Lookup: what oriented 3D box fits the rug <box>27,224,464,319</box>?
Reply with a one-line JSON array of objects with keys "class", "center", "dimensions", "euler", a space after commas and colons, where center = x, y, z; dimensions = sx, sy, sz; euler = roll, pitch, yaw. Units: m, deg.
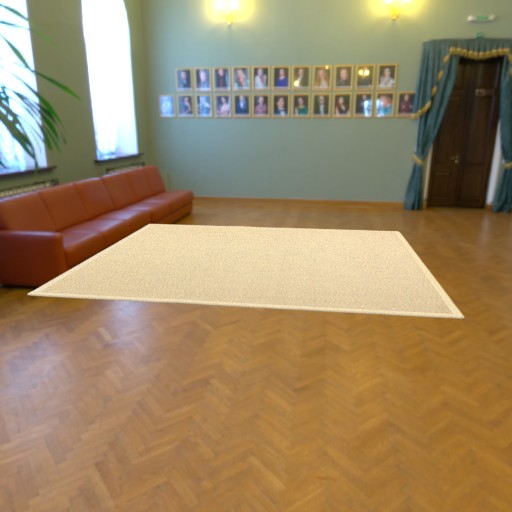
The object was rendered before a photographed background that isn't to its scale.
[{"class": "rug", "center": [0.000, 0.000, 4.149], "dimensions": [3.009, 0.019, 2.423], "euler": [2, 16, 7]}]
